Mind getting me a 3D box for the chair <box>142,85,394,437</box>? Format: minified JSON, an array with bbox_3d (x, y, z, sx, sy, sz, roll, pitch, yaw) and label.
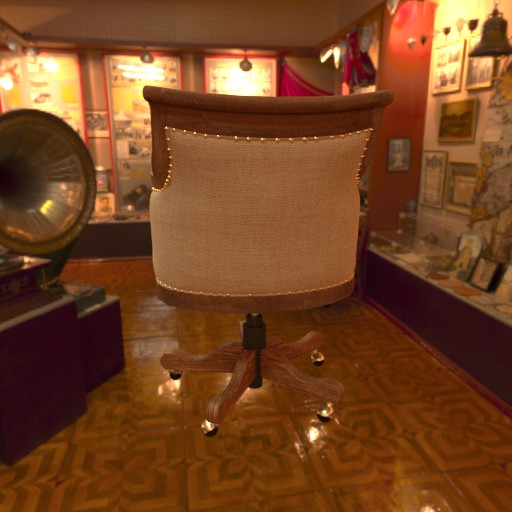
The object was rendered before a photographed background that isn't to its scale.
[{"bbox_3d":[0.000,0.000,1.431,0.656,0.965,0.689,-2,14,-9],"label":"chair"}]
